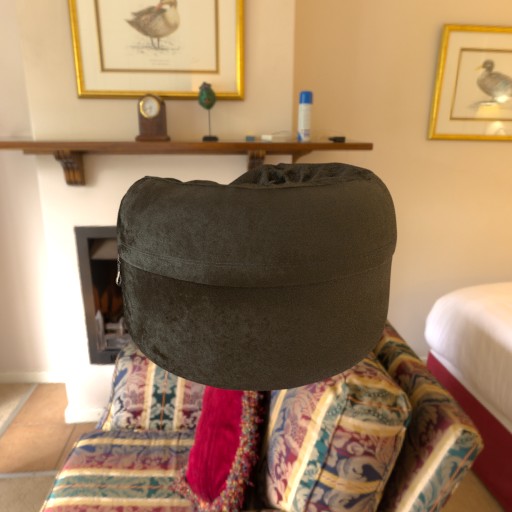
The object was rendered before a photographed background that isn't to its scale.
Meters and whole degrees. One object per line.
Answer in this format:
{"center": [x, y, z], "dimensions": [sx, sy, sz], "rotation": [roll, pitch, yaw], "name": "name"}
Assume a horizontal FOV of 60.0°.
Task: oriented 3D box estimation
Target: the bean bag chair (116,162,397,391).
{"center": [0.000, 0.000, 1.540], "dimensions": [0.918, 0.605, 0.918], "rotation": [0, 16, 0], "name": "bean bag chair"}
